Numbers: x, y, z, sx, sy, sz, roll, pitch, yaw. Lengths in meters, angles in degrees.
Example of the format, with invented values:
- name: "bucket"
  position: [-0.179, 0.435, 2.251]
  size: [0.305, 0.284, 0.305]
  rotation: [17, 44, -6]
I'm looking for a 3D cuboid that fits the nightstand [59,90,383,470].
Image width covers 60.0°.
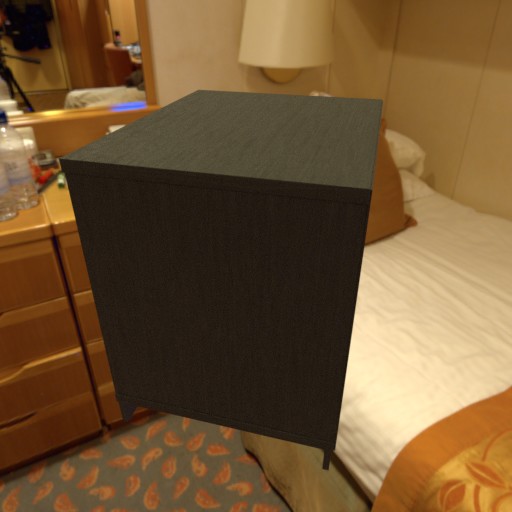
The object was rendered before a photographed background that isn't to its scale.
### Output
- name: "nightstand"
  position: [0.000, 0.000, 0.753]
  size: [0.347, 0.448, 0.427]
  rotation: [8, 32, 13]
